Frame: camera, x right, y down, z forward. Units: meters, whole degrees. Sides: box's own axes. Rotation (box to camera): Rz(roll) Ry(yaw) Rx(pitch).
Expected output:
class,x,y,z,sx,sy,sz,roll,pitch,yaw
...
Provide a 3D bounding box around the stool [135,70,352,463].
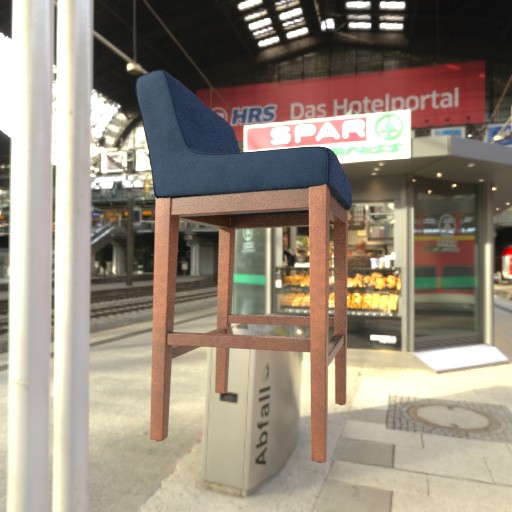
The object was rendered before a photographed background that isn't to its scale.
class,x,y,z,sx,sy,sz,roll,pitch,yaw
stool,0.000,0.000,1.285,0.516,0.945,0.511,0,-1,17
